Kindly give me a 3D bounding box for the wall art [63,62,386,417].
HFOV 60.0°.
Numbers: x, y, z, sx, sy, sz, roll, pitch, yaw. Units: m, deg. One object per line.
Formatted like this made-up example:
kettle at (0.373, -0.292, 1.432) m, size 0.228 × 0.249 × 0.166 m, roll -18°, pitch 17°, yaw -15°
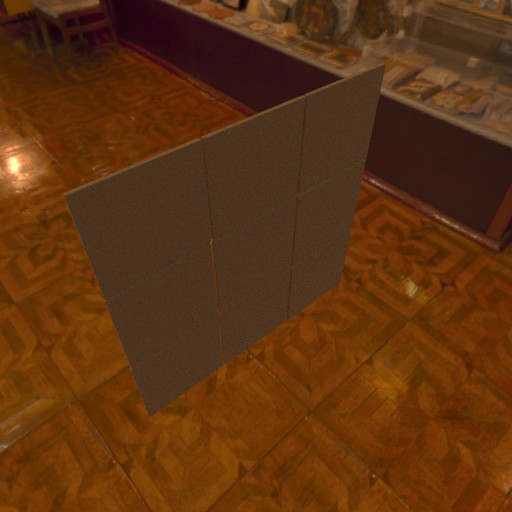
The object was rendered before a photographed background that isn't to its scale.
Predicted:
wall art at (0.000, 0.000, 1.777) m, size 1.216 × 1.216 × 0.013 m, roll -31°, pitch 53°, yaw -26°
